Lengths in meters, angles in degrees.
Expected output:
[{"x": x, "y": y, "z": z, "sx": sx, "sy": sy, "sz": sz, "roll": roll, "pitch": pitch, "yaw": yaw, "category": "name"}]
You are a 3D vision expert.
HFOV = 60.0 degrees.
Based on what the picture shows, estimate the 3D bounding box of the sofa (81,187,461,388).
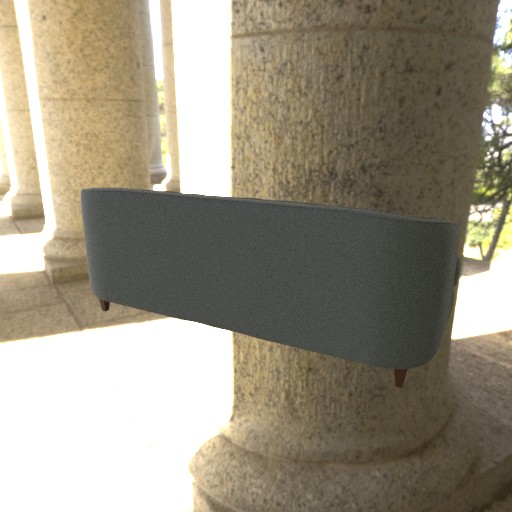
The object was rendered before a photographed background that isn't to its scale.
[{"x": 0.000, "y": 0.000, "z": 2.754, "sx": 2.278, "sy": 0.855, "sz": 0.941, "roll": 9, "pitch": 18, "yaw": 27, "category": "sofa"}]
